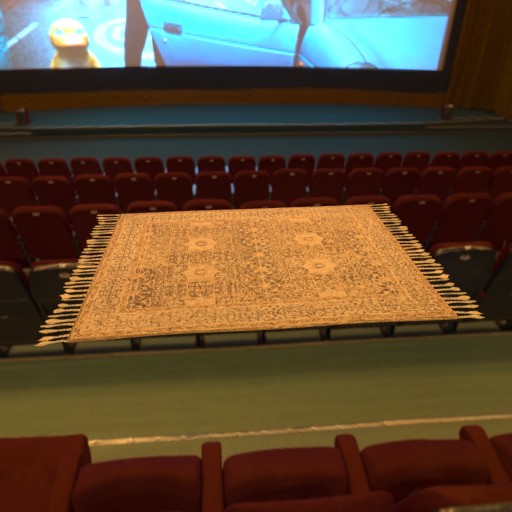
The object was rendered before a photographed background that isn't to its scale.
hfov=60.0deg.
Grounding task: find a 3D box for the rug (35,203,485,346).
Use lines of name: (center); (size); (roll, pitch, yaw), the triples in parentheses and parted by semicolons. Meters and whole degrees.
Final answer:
rug: (0.000, 0.000, 3.042); (2.465, 0.023, 1.619); (-3, 30, -5)
